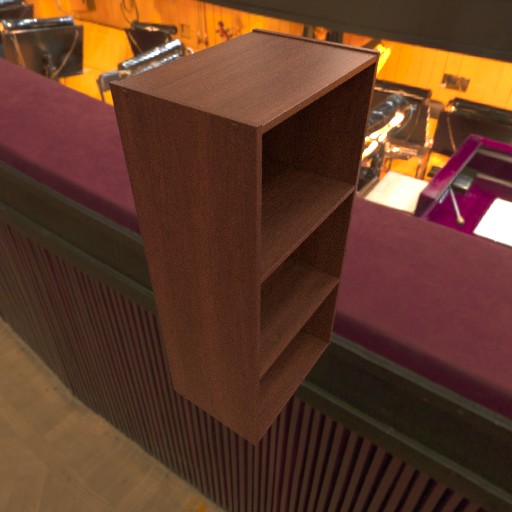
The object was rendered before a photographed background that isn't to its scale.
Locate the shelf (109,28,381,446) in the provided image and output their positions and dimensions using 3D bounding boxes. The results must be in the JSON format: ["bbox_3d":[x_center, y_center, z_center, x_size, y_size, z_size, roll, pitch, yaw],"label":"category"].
[{"bbox_3d":[0.000,0.000,1.062,0.290,0.879,0.414,25,46,26],"label":"shelf"}]
